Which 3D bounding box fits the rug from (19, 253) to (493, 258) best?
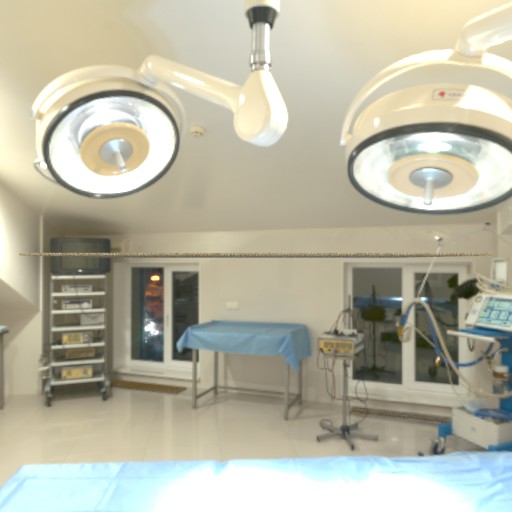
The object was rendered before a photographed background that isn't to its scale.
[{"bbox_3d":[0.000,0.000,3.038,2.448,0.012,1.540,0,-1,-1],"label":"rug"}]
